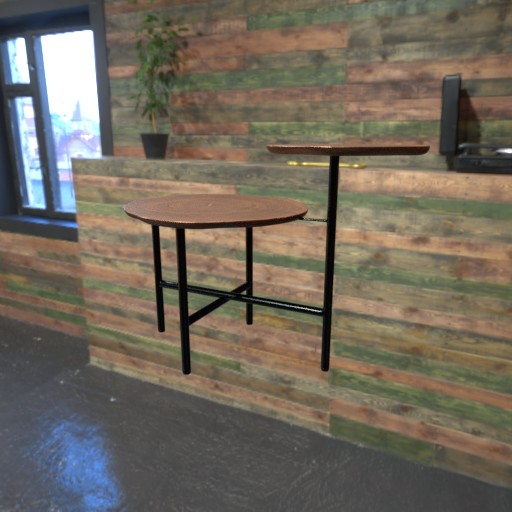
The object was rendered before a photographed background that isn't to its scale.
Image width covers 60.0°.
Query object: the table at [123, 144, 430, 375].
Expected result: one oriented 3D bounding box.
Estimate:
[{"bbox_3d":[0.000,0.000,1.102,0.759,0.538,0.442,8,17,27],"label":"table"}]
